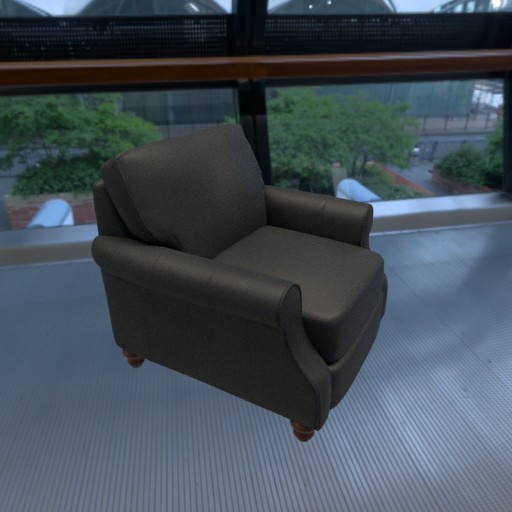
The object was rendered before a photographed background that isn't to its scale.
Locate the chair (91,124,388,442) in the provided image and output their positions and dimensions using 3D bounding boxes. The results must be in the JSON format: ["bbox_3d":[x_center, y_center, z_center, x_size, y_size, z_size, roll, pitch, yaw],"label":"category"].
[{"bbox_3d":[0.000,0.000,1.848,1.027,0.960,1.015,16,30,31],"label":"chair"}]
